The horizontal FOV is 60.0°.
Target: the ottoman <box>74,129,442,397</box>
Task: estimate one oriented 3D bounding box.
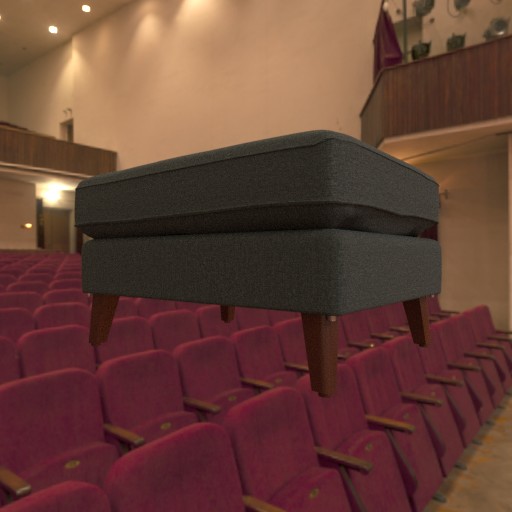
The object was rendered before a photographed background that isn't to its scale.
[{"bbox_3d":[0.000,0.000,1.231,0.835,0.503,0.629,0,0,38],"label":"ottoman"}]
